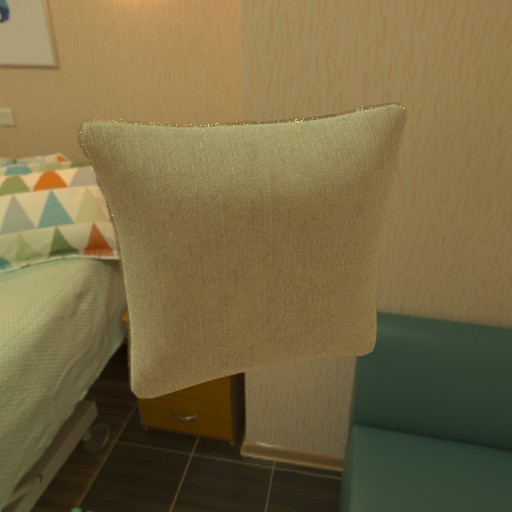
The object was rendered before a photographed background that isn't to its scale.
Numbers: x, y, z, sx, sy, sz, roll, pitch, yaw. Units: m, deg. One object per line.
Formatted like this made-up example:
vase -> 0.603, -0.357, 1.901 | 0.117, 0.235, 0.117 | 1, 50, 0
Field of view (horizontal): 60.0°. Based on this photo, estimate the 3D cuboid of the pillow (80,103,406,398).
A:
pillow -> 0.000, 0.000, 0.812 | 0.538, 0.525, 0.216 | -8, 27, -16
